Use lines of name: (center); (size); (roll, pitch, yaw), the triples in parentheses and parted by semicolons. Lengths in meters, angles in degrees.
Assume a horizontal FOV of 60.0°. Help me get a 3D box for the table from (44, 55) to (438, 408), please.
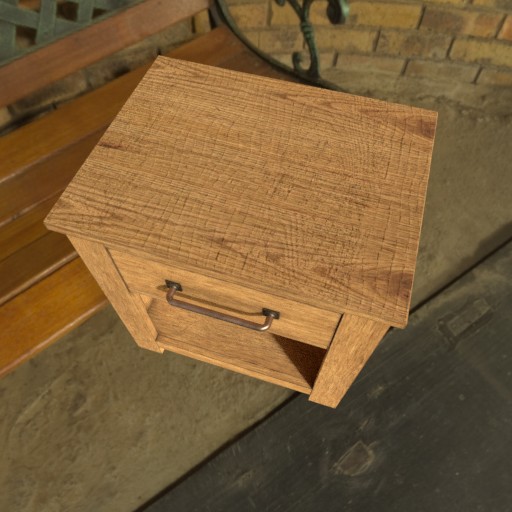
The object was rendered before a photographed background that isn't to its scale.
table: (0.000, 0.000, 1.065); (0.601, 0.625, 0.494); (15, 60, 9)
